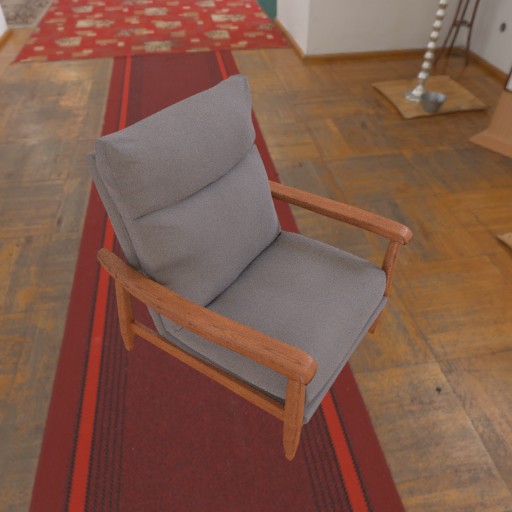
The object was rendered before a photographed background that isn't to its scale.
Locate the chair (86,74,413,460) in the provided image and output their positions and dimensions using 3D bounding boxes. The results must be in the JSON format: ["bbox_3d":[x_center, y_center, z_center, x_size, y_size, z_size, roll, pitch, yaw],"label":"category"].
[{"bbox_3d":[0.000,0.000,1.505,0.816,0.922,0.782,25,47,26],"label":"chair"}]
